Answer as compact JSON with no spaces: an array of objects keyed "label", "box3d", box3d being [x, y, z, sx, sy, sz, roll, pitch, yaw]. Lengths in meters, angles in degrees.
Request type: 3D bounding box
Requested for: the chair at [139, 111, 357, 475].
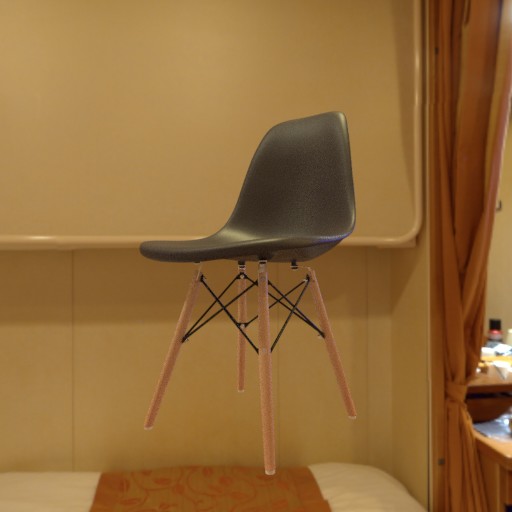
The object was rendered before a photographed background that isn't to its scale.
[{"label":"chair","box3d":[0.000,0.000,1.107,0.470,0.825,0.533,0,0,37]}]
